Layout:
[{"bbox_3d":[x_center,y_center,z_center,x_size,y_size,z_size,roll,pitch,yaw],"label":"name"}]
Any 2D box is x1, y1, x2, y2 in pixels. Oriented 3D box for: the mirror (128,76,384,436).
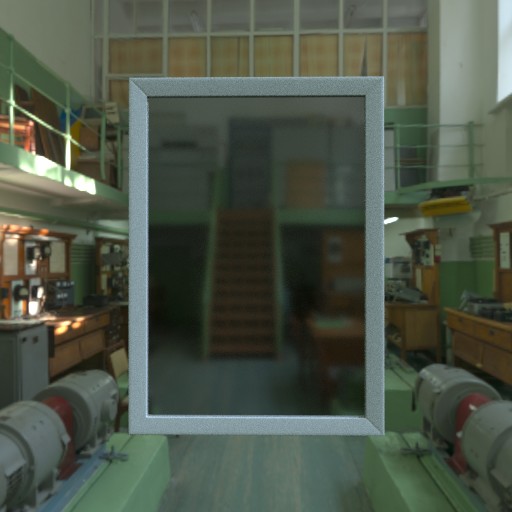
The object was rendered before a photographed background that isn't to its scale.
[{"bbox_3d":[0.000,0.000,0.899,0.507,0.710,0.040,0,0,1],"label":"mirror"}]
